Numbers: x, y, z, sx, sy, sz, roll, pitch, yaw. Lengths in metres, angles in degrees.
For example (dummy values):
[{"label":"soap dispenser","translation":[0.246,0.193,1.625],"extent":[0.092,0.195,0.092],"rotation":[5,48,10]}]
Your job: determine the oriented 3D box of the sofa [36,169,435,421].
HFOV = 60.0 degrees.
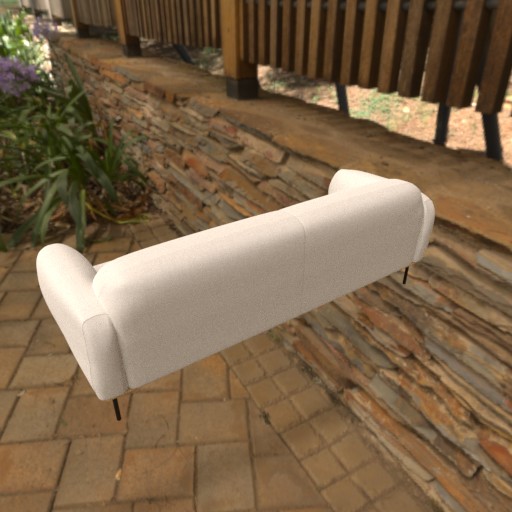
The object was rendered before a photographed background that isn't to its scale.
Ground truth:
[{"label":"sofa","translation":[0.000,0.000,2.608],"extent":[2.257,0.780,0.880],"rotation":[-19,35,-30]}]
